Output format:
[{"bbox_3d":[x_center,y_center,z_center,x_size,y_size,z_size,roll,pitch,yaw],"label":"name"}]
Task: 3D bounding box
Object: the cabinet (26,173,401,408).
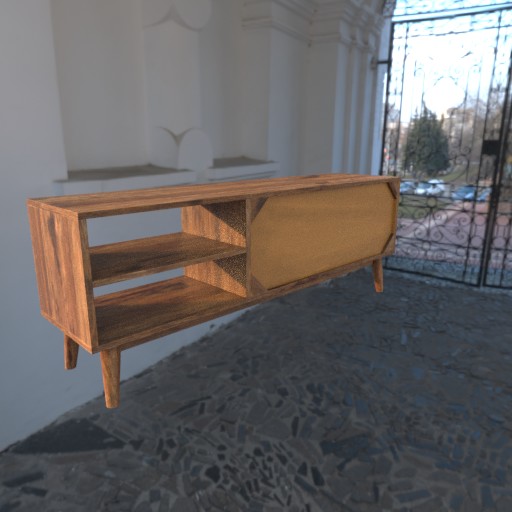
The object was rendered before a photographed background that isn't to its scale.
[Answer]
[{"bbox_3d":[0.000,0.000,1.671,1.448,0.528,0.349,-14,20,-42],"label":"cabinet"}]
